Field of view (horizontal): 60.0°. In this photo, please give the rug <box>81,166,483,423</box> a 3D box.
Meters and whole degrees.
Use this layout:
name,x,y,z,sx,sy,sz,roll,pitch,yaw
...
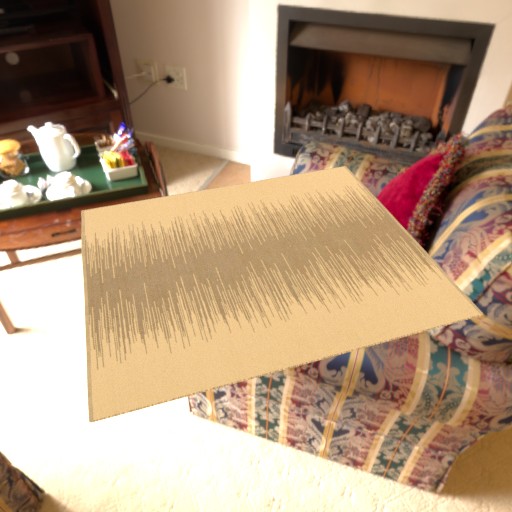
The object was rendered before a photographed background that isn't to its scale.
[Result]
name,x,y,z,sx,sy,sz,roll,pitch,yaw
rug,0.000,0.000,4.054,3.037,0.010,2.453,-12,43,-13
